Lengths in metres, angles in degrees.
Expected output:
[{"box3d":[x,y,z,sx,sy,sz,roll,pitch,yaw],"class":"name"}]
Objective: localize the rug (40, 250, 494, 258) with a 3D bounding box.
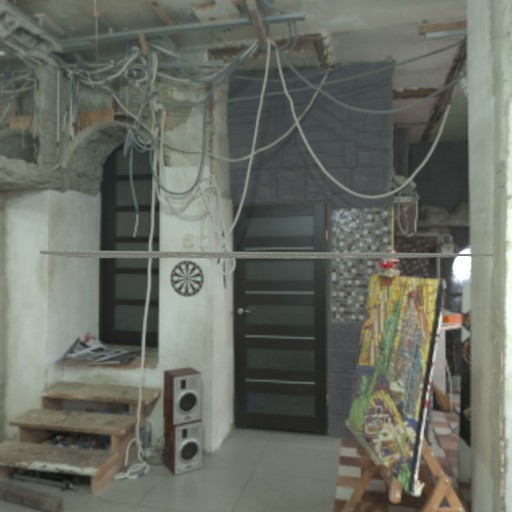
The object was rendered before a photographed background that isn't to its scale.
[{"box3d":[0.000,0.000,2.836,2.290,0.014,1.526,0,-1,-16],"class":"rug"}]
